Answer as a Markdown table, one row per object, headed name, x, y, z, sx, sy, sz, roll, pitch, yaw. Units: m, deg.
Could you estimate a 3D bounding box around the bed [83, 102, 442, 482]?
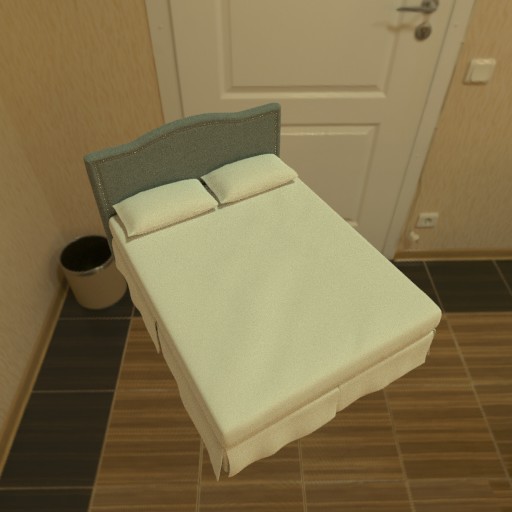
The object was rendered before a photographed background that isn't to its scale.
| name | x | y | z | sx | sy | sz | roll | pitch | yaw |
| --- | --- | --- | --- | --- | --- | --- | --- | --- | --- |
| bed | 0.000 | 0.000 | 3.948 | 2.161 | 1.457 | 2.689 | -22 | 50 | -21 |
